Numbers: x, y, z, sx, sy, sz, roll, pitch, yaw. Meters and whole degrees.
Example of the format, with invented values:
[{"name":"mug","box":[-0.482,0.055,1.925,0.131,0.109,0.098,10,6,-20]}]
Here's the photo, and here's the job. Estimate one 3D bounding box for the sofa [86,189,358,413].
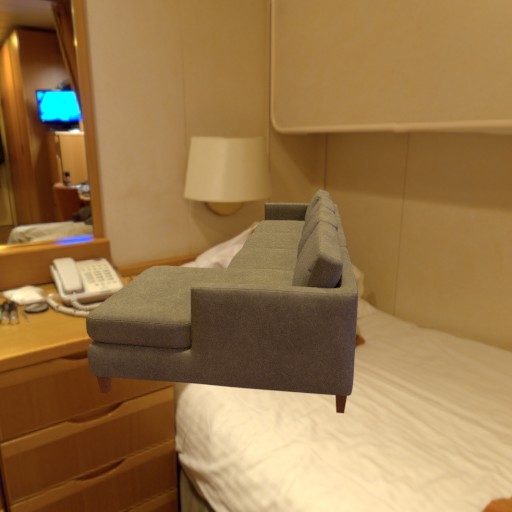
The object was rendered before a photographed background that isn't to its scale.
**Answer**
[{"name":"sofa","box":[0.000,0.000,4.130,1.604,0.950,3.471,2,15,8]}]
